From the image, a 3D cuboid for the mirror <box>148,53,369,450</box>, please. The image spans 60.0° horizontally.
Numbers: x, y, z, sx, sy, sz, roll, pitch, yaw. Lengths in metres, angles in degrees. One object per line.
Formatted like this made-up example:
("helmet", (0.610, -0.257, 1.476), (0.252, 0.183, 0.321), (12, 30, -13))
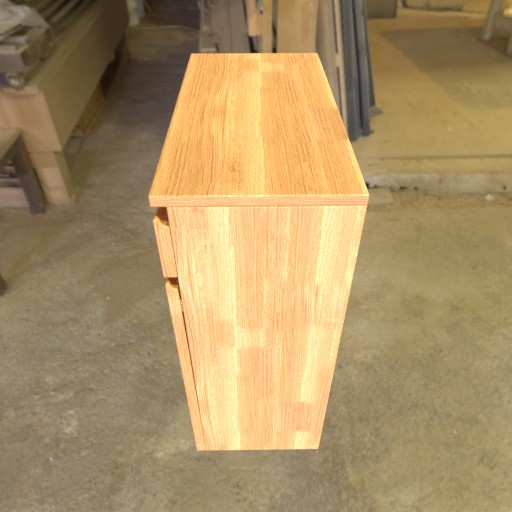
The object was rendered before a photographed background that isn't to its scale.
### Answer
("mirror", (0.000, 0.000, 1.430), (0.400, 1.000, 0.800), (-1, 42, -1))
